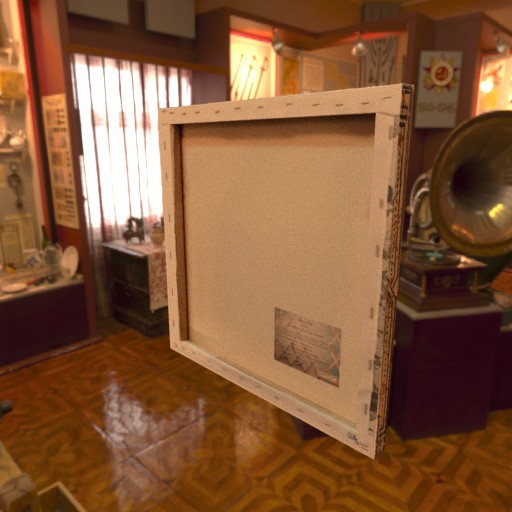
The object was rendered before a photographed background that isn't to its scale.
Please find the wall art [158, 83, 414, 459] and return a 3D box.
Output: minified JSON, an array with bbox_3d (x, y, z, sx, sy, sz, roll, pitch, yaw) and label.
[{"bbox_3d":[0.000,0.000,0.906,0.036,0.607,0.609,-14,19,-43],"label":"wall art"}]
